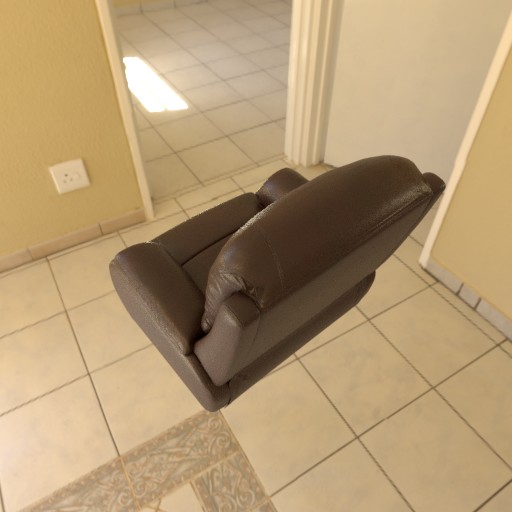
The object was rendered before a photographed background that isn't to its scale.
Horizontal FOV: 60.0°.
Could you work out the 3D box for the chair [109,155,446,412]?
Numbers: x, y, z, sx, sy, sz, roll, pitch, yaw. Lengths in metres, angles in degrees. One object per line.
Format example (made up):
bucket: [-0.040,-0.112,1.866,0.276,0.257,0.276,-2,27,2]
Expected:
chair: [0.000,0.000,1.748,0.930,1.011,0.899,-31,53,-27]
